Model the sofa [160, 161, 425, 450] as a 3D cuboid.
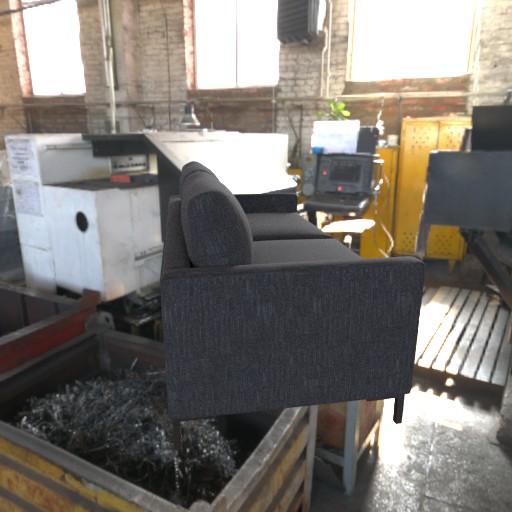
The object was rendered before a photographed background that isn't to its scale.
[{"bbox_3d":[0.000,0.000,2.211,0.866,0.862,1.716,-3,16,-10],"label":"sofa"}]
